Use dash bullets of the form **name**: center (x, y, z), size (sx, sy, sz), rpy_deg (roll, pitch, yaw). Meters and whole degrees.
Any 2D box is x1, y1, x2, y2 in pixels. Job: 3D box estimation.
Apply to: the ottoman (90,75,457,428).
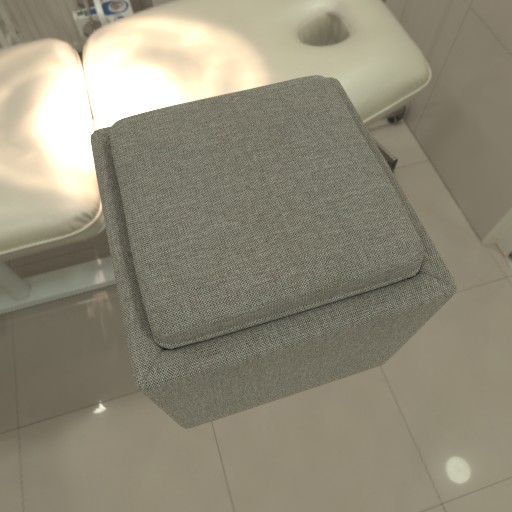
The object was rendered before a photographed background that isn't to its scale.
- **ottoman**: center (0.000, 0.000, 0.821), size (0.450, 0.460, 0.450), rpy_deg (-16, 63, -8)
